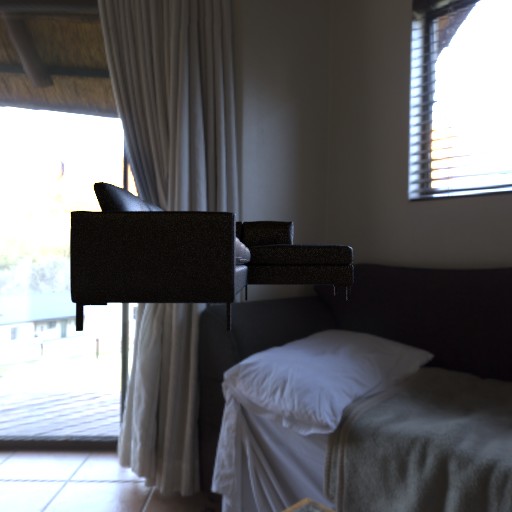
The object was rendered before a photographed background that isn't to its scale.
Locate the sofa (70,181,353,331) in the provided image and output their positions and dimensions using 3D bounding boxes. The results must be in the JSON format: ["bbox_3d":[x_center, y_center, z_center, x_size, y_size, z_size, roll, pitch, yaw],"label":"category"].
[{"bbox_3d":[0.000,0.000,3.839,1.938,0.877,2.984,0,-1,1],"label":"sofa"}]
